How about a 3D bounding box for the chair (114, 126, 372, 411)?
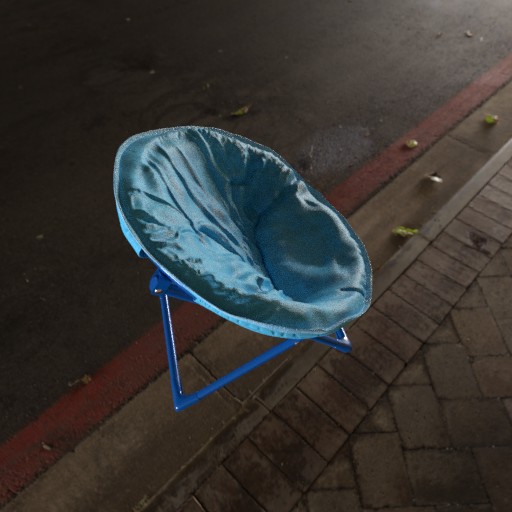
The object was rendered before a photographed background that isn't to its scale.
[{"bbox_3d":[0.000,0.000,0.899,0.465,0.478,0.520,-11,49,-9],"label":"chair"}]
